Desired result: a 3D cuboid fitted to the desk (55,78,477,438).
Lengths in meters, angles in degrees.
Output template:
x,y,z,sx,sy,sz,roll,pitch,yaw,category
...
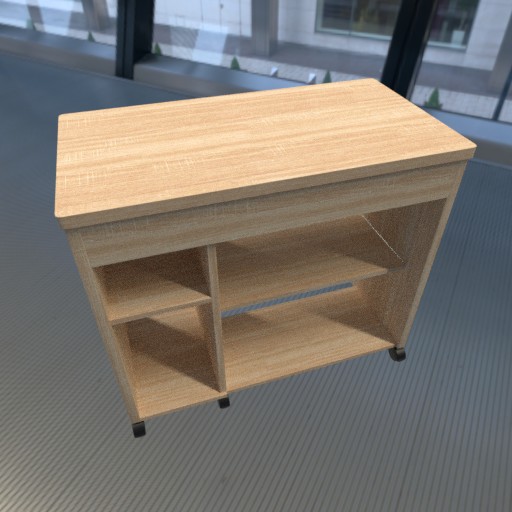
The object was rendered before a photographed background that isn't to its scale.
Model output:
x,y,z,sx,sy,sz,roll,pitch,yaw,category
0.000,0.000,1.287,0.884,0.770,0.480,-12,42,-14,desk
